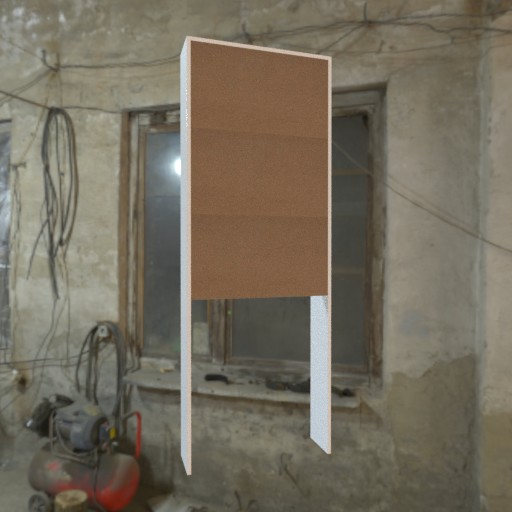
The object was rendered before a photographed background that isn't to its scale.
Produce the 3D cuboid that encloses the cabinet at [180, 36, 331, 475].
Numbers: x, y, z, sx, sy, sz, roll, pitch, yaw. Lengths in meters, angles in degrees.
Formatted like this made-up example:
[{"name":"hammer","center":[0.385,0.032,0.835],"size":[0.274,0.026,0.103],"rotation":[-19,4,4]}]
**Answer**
[{"name":"cabinet","center":[0.000,0.000,1.973],"size":[0.643,1.770,0.192],"rotation":[0,1,-17]}]
